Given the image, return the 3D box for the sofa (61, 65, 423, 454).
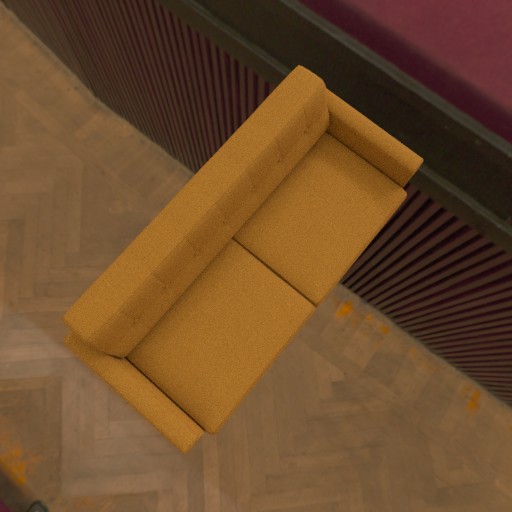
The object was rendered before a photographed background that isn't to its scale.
[{"bbox_3d":[0.000,0.000,2.530,0.909,0.841,2.029,39,79,9],"label":"sofa"}]
